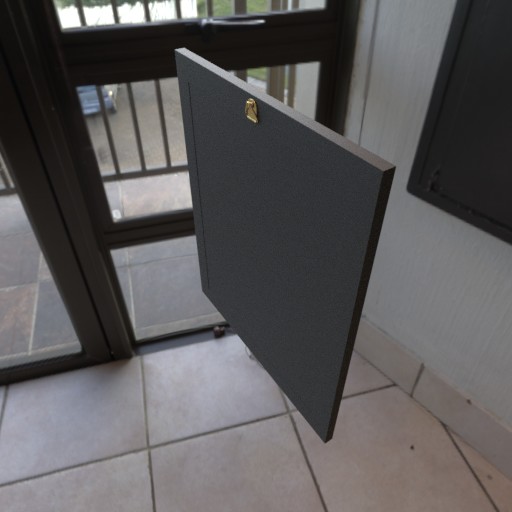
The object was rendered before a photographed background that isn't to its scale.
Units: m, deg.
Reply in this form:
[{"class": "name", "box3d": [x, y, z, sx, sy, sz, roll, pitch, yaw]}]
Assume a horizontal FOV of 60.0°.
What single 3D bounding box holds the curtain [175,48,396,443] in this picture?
[{"class": "curtain", "box3d": [0.000, 0.000, 0.797, 0.027, 0.585, 0.483, -24, 46, -25]}]
